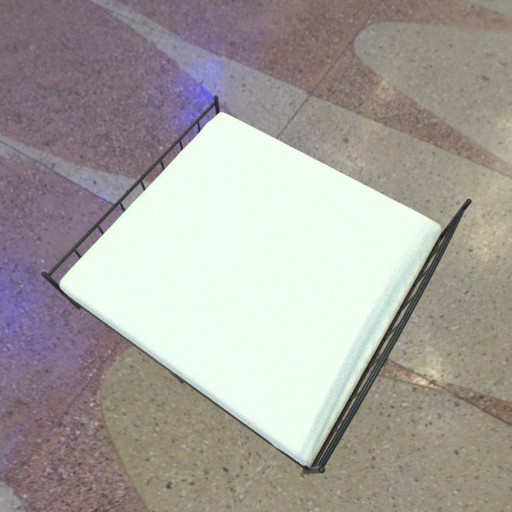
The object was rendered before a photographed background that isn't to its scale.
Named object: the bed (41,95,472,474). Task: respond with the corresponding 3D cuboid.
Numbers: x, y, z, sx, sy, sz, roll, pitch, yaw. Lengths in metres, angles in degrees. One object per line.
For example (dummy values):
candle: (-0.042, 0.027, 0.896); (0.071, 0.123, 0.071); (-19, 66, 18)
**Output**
bed: (0.000, 0.000, 3.046); (2.040, 0.940, 1.880); (31, 68, 14)
